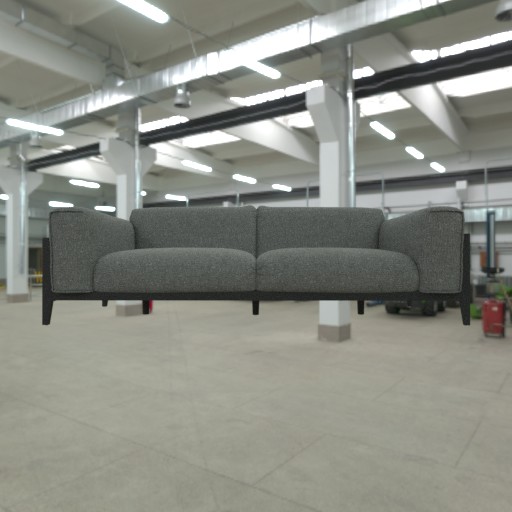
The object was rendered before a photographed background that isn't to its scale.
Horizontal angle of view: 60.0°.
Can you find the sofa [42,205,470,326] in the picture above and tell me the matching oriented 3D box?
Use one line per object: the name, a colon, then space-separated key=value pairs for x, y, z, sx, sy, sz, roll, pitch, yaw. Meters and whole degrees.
sofa: x=0.000 y=0.000 z=2.657 sx=2.125 sy=0.703 sz=0.985 roll=0 pitch=0 yaw=0
